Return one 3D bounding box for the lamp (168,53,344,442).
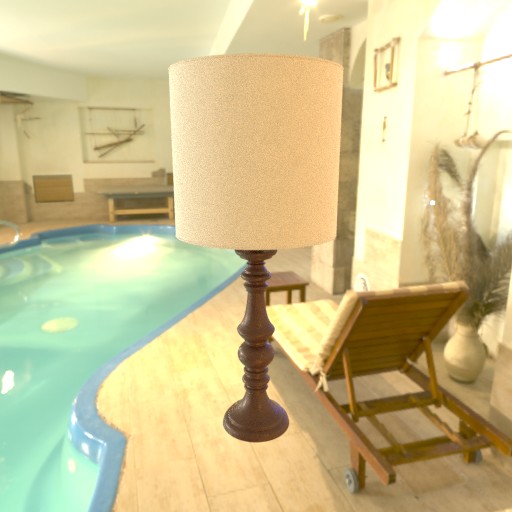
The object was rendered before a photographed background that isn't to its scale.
[{"bbox_3d":[0.000,0.000,0.709,0.250,0.597,0.250,-3,14,-12],"label":"lamp"}]
